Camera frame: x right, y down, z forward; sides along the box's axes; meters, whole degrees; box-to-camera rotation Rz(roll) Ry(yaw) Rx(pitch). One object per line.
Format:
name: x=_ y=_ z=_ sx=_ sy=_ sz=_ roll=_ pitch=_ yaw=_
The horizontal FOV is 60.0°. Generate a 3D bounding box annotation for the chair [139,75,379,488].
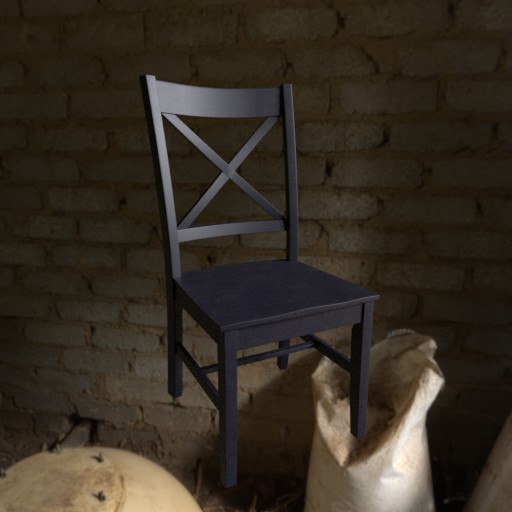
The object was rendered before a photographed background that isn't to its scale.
chair: x=0.000 y=0.000 z=1.259 sx=0.485 sy=0.983 sz=0.542 roll=-7 pitch=17 yaw=-26
